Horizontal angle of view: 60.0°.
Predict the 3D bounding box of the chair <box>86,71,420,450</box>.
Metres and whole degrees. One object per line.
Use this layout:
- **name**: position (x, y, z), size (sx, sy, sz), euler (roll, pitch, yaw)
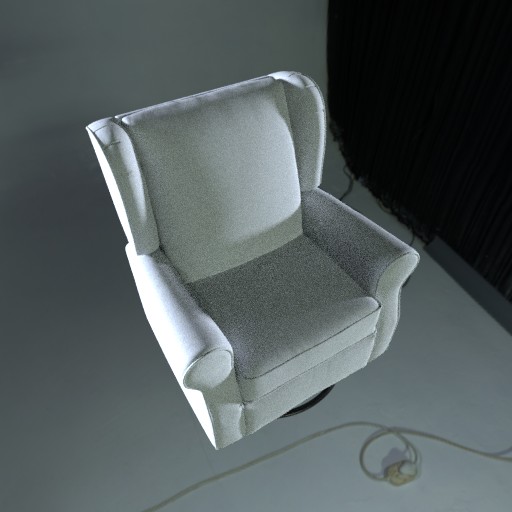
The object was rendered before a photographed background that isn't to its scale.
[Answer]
- **chair**: position (0.000, 0.000, 1.640), size (0.906, 0.967, 0.854), euler (-23, 51, -21)
